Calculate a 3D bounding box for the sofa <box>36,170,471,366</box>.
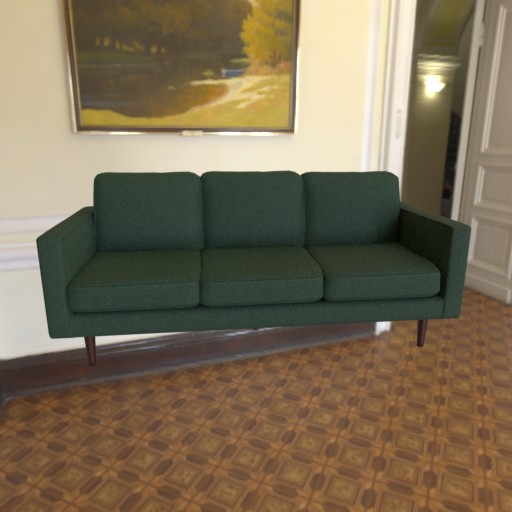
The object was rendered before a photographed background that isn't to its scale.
[{"bbox_3d":[0.000,0.000,2.478,2.029,0.899,0.879,-2,16,-7],"label":"sofa"}]
